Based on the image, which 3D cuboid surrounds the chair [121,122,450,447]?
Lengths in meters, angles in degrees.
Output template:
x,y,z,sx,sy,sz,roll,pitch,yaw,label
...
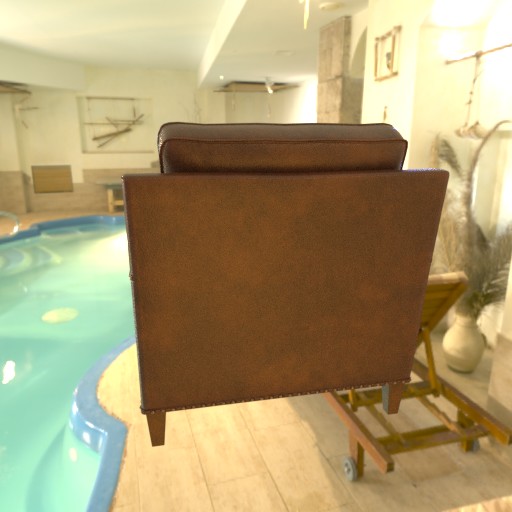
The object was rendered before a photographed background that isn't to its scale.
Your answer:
x,y,z,sx,sy,sz,roll,pitch,yaw,label
0.000,0.000,1.648,0.853,0.929,1.014,-3,15,-12,chair
